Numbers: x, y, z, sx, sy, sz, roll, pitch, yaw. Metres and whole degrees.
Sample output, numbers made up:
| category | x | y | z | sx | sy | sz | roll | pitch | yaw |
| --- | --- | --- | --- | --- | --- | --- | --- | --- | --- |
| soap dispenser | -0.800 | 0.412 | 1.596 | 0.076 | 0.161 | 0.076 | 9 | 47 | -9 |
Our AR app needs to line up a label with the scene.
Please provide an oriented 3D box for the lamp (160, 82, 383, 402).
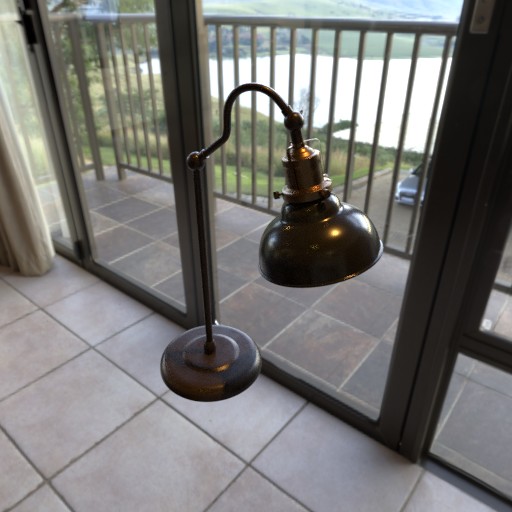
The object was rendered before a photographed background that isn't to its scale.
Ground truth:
| category | x | y | z | sx | sy | sz | roll | pitch | yaw |
| --- | --- | --- | --- | --- | --- | --- | --- | --- | --- |
| lamp | 0.000 | 0.000 | 0.690 | 0.374 | 0.508 | 0.192 | 11 | 32 | 18 |
